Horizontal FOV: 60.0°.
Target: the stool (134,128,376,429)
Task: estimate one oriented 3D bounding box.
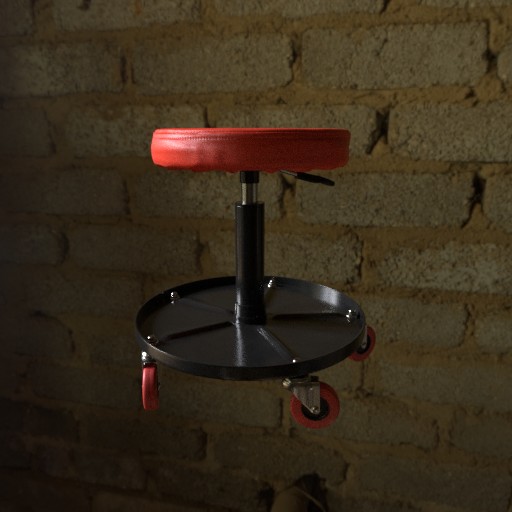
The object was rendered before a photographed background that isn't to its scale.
[{"bbox_3d":[0.000,0.000,0.662,0.382,0.365,0.381,-8,17,-25],"label":"stool"}]
